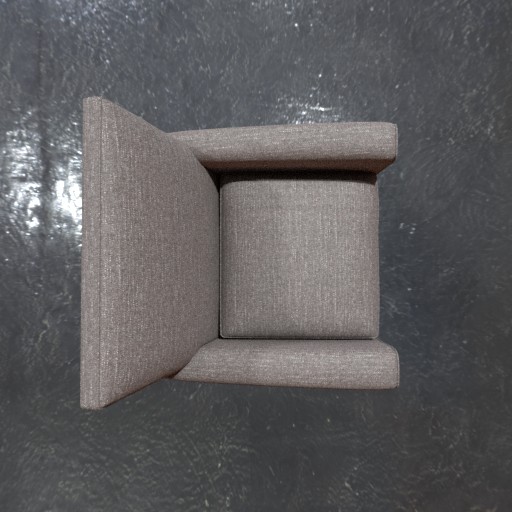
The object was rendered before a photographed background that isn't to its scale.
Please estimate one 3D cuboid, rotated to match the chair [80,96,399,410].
[{"bbox_3d":[0.000,0.000,1.517,0.875,0.885,0.838,0,89,-1],"label":"chair"}]
